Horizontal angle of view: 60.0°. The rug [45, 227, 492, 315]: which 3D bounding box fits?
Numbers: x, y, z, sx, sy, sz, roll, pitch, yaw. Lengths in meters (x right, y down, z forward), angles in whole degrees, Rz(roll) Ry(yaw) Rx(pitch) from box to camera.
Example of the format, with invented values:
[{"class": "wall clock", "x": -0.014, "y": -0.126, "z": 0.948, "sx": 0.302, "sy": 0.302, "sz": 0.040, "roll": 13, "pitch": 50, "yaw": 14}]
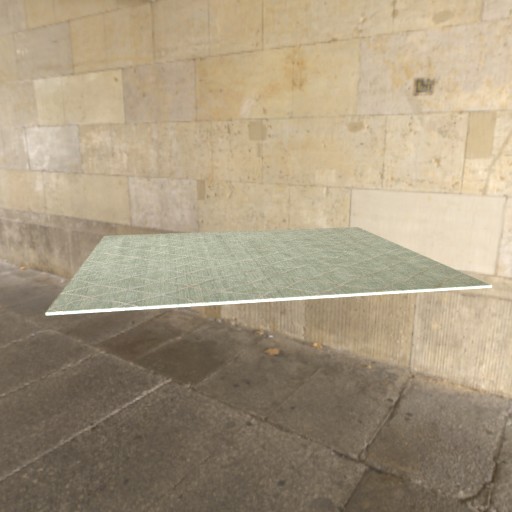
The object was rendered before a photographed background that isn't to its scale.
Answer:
[{"class": "rug", "x": 0.000, "y": 0.000, "z": 4.101, "sx": 3.039, "sy": 0.019, "sz": 2.420, "roll": -3, "pitch": 14, "yaw": -10}]
